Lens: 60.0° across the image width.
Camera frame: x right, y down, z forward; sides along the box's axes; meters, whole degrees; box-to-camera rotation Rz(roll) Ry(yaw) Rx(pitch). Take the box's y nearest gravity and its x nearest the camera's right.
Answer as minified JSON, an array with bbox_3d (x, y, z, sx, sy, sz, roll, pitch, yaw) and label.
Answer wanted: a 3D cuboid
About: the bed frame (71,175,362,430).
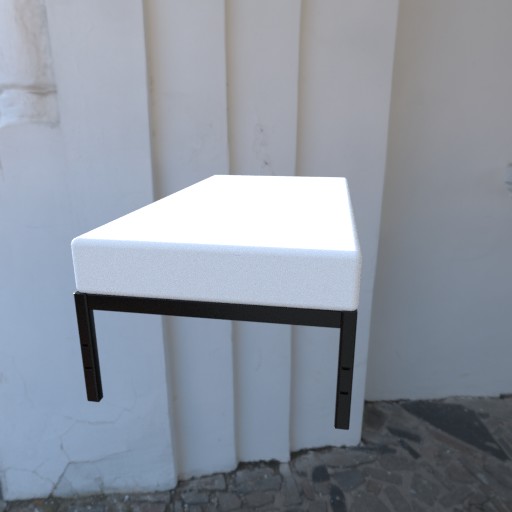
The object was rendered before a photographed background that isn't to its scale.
[{"bbox_3d":[0.000,0.000,2.473,1.023,0.659,1.950,3,17,9],"label":"bed frame"}]
